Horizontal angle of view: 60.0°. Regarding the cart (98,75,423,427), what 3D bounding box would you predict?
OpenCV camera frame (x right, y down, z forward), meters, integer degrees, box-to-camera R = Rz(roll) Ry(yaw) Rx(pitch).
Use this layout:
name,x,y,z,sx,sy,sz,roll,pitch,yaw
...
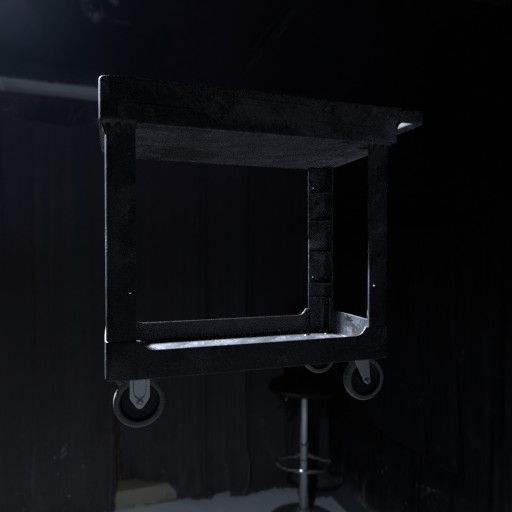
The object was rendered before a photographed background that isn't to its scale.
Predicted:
name,x,y,z,sx,sy,sz,roll,pitch,yaw
cart,0.000,0.000,1.327,0.877,0.824,0.420,0,1,-18
